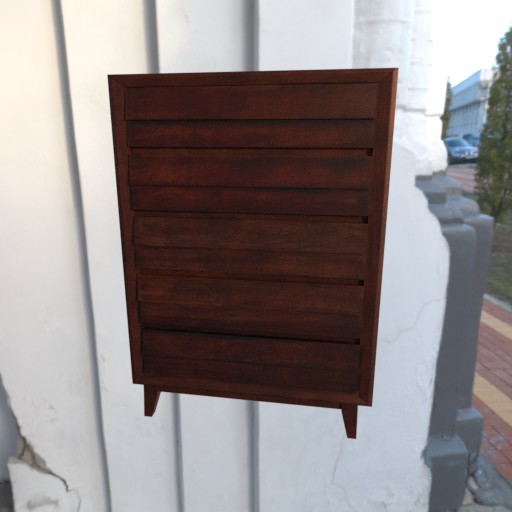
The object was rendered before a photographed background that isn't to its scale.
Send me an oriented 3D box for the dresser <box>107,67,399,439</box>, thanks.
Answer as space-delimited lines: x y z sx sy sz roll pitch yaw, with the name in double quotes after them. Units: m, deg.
0.000 0.000 2.030 1.072 1.514 0.506 3 15 9 "dresser"
